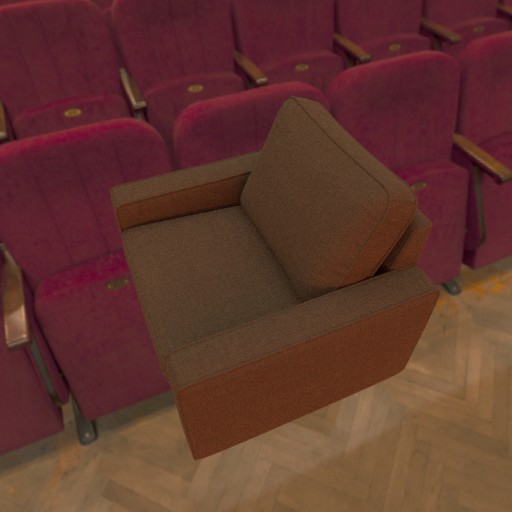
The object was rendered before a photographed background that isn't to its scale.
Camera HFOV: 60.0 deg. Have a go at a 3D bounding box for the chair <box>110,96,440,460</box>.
[{"bbox_3d":[0.000,0.000,1.733,0.940,0.919,1.017,-17,49,-16],"label":"chair"}]
